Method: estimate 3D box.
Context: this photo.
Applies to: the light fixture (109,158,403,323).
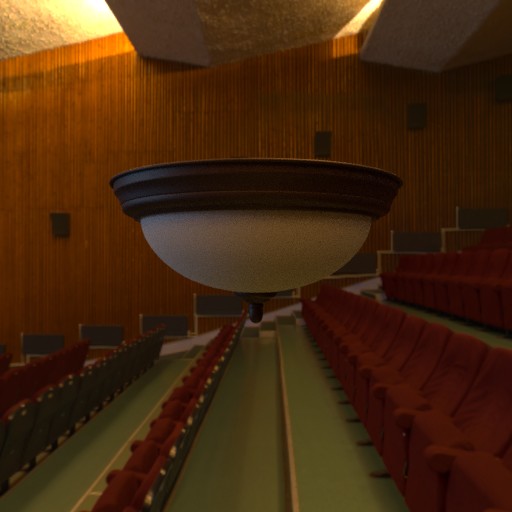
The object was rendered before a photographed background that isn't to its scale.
[{"bbox_3d":[0.000,0.000,0.444,0.280,0.135,0.280,0,0,0],"label":"light fixture"}]
